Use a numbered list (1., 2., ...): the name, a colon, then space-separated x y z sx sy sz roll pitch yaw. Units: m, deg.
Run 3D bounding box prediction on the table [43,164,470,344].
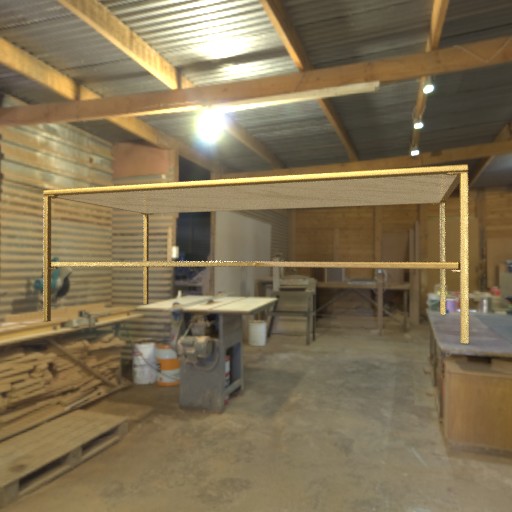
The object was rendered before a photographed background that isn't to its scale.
1. table: 0.000 0.000 1.456 1.197 0.405 0.577 0 -1 18
